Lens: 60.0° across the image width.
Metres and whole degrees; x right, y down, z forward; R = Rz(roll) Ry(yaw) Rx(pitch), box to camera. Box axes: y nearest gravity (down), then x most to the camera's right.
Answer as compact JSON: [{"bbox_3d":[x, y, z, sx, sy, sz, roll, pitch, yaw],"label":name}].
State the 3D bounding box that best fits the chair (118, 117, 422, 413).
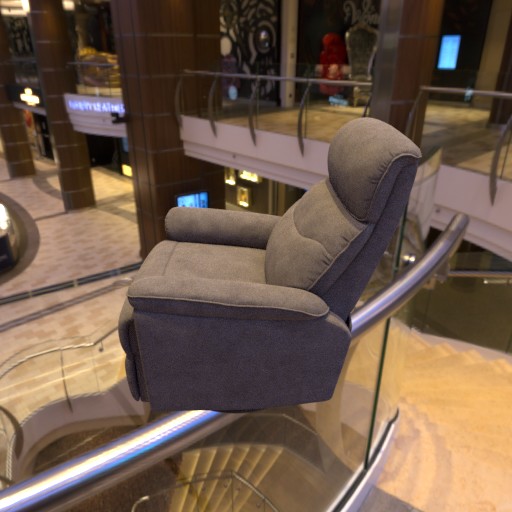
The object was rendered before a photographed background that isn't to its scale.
[{"bbox_3d":[0.000,0.000,1.769,1.009,1.036,0.830,0,25,0],"label":"chair"}]
